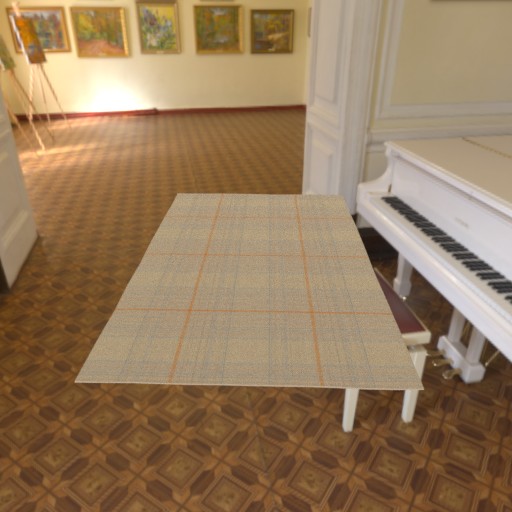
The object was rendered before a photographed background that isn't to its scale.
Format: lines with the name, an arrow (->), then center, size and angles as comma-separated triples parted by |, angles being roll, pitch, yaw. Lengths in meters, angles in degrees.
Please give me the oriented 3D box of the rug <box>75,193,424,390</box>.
rug -> 0.000, 0.000, 3.010 | 1.527, 0.016, 2.442 | 1, 28, 1
